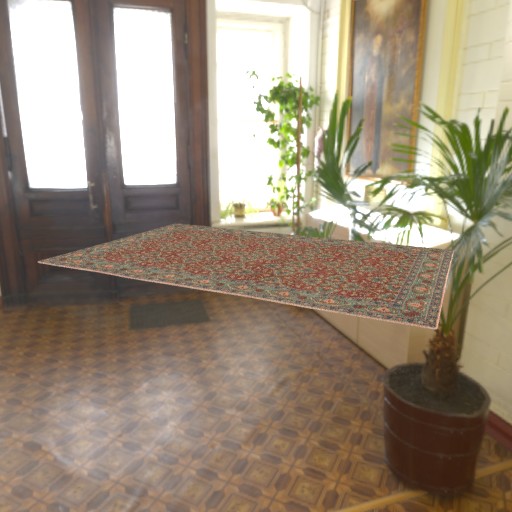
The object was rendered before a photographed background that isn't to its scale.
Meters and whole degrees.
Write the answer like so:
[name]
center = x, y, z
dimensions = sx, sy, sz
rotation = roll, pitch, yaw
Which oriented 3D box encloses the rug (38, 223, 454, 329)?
[rug]
center = 0.000, 0.000, 3.051
dimensions = 2.439, 0.011, 1.533
rotation = 7, 16, 25
